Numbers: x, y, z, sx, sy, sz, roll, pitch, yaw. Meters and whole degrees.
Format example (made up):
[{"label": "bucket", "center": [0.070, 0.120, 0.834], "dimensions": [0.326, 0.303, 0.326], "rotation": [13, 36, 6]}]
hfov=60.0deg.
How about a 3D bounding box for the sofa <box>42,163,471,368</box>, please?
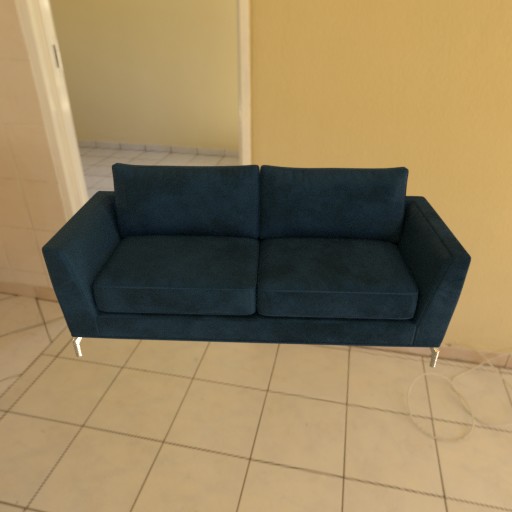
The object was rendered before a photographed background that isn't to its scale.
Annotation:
[{"label": "sofa", "center": [0.000, 0.000, 2.736], "dimensions": [2.212, 0.998, 0.853], "rotation": [1, 29, 2]}]
